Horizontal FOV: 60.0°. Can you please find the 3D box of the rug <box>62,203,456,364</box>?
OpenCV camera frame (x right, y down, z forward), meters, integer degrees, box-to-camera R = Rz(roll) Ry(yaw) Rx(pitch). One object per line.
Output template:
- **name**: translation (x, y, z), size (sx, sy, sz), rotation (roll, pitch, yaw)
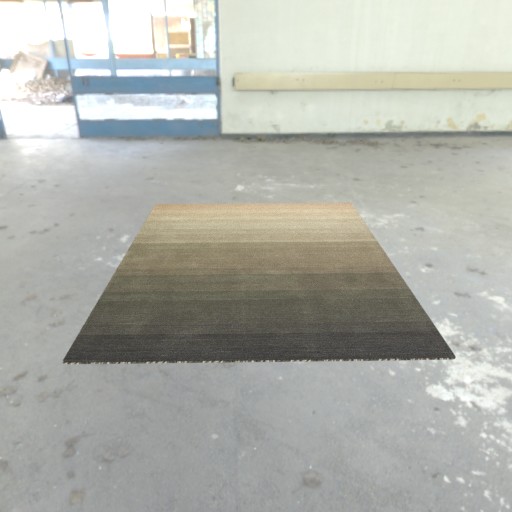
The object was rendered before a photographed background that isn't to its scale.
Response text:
- **rug**: translation (0.000, 0.000, 3.883), size (2.305, 0.017, 2.902), rotation (0, 25, -1)
